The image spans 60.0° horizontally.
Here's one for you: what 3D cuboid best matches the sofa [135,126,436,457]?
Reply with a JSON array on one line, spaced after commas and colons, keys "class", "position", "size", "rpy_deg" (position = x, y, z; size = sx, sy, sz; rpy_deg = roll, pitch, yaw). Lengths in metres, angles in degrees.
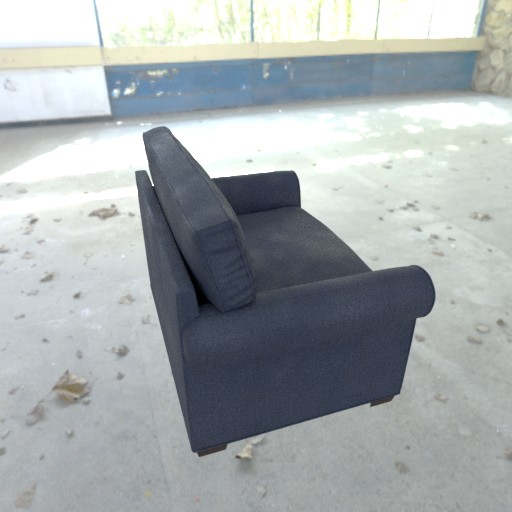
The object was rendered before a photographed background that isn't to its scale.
[{"class": "sofa", "position": [0.000, 0.000, 2.101], "size": [0.938, 1.004, 1.405], "rpy_deg": [-9, 30, -17]}]
